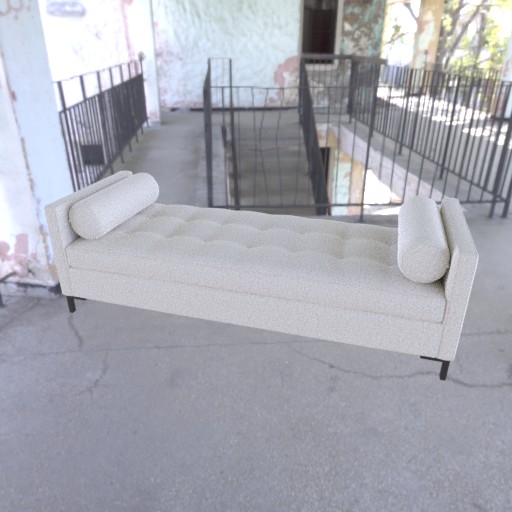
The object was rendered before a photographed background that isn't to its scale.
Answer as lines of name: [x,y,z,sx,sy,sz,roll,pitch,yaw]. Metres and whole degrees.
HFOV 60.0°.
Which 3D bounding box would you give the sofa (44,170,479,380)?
sofa: [0.000,0.000,2.364,1.985,0.641,0.746,7,27,15]
